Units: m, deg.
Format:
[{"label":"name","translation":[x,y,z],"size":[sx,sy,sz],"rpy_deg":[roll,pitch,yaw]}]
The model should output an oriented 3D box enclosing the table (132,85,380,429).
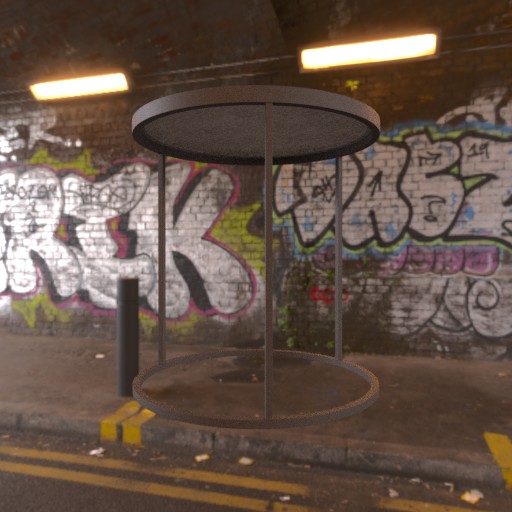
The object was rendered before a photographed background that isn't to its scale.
[{"label":"table","translation":[0.000,0.000,0.874],"size":[0.470,0.498,0.470],"rpy_deg":[0,1,0]}]
